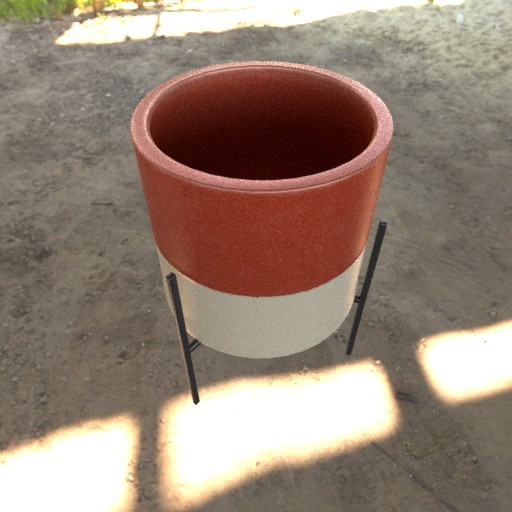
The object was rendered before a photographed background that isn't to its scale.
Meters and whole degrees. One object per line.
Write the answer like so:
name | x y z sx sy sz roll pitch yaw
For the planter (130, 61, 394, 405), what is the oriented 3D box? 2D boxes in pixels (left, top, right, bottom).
planter | 0.000 0.000 0.518 0.235 0.354 0.251 31 53 27
